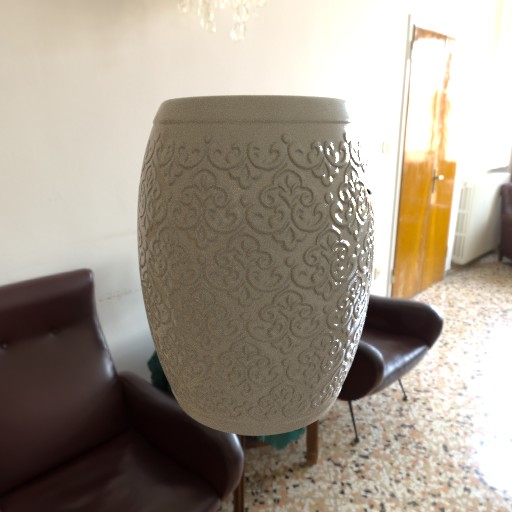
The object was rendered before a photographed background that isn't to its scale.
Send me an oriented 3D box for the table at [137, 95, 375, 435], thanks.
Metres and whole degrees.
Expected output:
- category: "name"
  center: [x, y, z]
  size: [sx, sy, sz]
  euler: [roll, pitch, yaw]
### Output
- category: "table"
  center: [0.000, 0.000, 0.602]
  size: [0.309, 0.397, 0.309]
  euler: [0, 16, 0]
